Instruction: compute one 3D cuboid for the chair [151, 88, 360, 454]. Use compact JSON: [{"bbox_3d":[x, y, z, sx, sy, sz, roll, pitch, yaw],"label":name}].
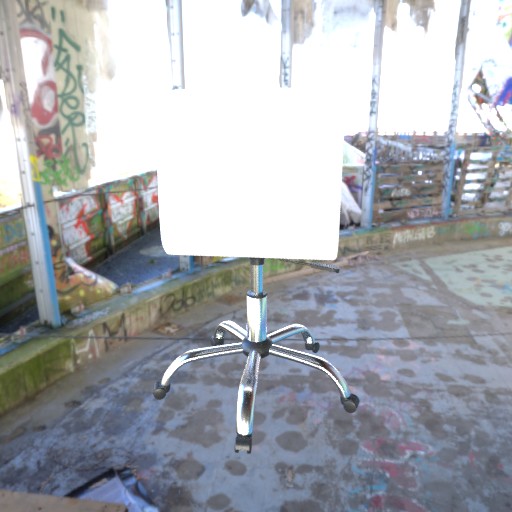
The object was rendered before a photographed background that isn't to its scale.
[{"bbox_3d":[0.000,0.000,1.130,0.556,0.780,0.530,2,17,7],"label":"chair"}]
